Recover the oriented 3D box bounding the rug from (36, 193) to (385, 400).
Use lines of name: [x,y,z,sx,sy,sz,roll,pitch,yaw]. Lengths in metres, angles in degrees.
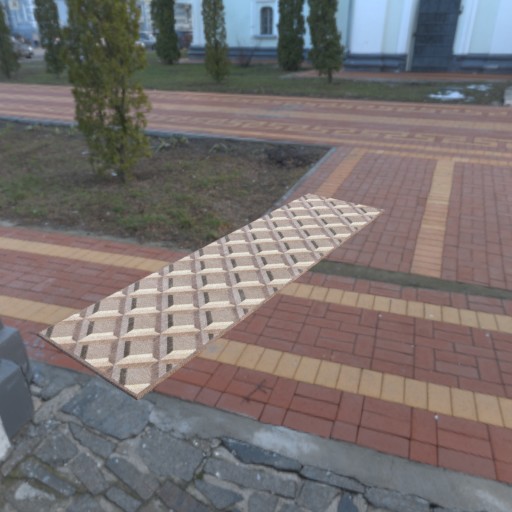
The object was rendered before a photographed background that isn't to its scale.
rug: [0.000,0.000,2.696,0.685,0.013,2.437,18,32,32]
